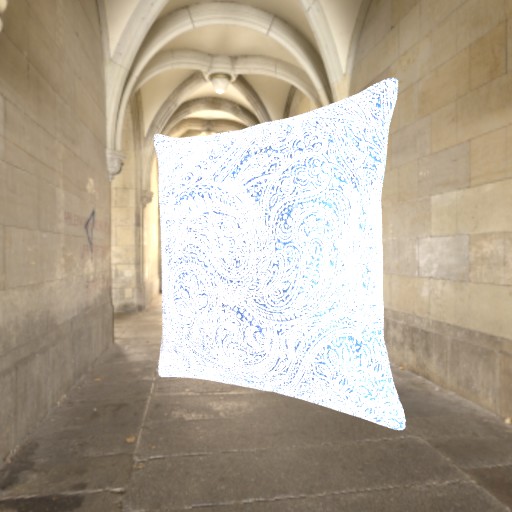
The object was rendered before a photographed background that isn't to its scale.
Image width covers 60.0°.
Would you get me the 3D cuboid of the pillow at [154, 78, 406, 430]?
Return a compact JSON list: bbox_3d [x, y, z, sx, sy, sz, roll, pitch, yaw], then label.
[{"bbox_3d":[0.000,0.000,0.784,0.523,0.510,0.166,0,0,36],"label":"pillow"}]
